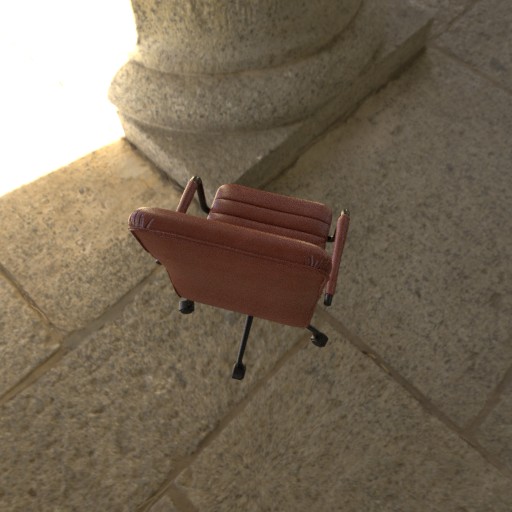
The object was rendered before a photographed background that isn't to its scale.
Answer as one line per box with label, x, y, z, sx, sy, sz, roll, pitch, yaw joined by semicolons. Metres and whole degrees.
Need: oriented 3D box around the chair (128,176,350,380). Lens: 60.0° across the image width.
chair;0.000;0.000;1.358;0.608;0.979;0.580;13;64;7
